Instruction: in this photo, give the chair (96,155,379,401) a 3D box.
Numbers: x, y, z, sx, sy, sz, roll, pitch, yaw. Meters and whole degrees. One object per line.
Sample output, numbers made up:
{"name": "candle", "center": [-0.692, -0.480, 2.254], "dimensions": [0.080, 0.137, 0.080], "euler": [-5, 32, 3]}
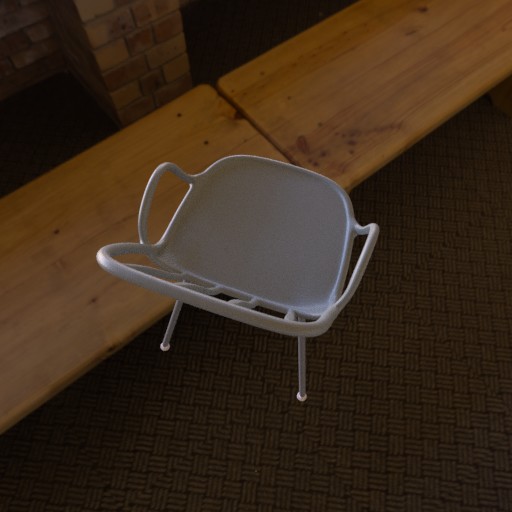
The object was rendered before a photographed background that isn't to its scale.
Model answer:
{"name": "chair", "center": [0.000, 0.000, 1.191], "dimensions": [0.549, 0.816, 0.597], "euler": [18, 65, 8]}
